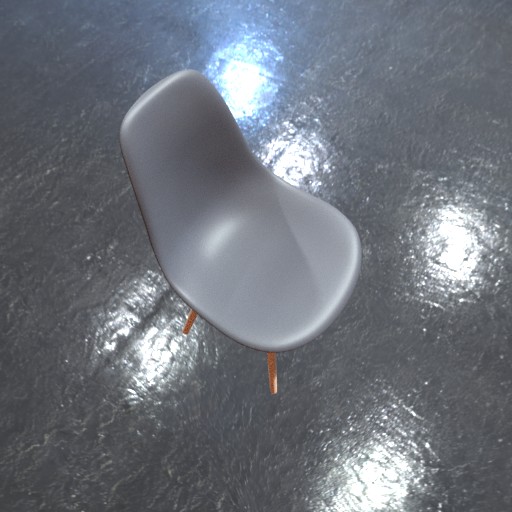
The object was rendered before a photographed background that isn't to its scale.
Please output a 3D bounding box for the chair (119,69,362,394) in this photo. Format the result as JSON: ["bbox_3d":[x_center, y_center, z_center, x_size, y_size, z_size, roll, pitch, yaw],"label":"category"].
[{"bbox_3d":[0.000,0.000,1.183,0.533,0.826,0.470,31,64,17],"label":"chair"}]
